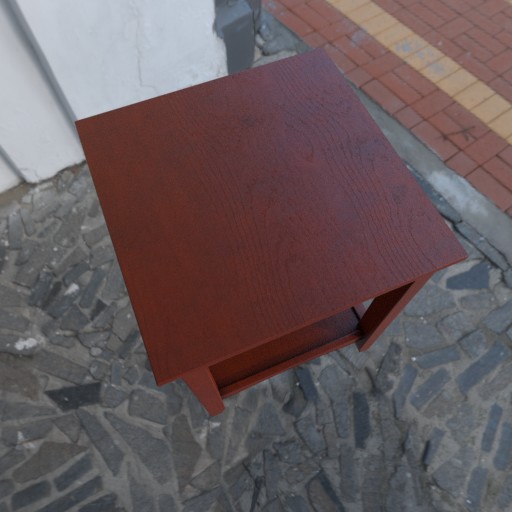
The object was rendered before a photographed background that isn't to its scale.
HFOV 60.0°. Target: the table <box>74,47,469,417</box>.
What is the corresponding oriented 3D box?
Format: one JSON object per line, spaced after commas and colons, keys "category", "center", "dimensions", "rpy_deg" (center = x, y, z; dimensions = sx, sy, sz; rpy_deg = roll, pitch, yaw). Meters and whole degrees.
{"category": "table", "center": [0.000, 0.000, 0.989], "dimensions": [0.522, 0.558, 0.523], "rpy_deg": [-18, 66, -9]}
